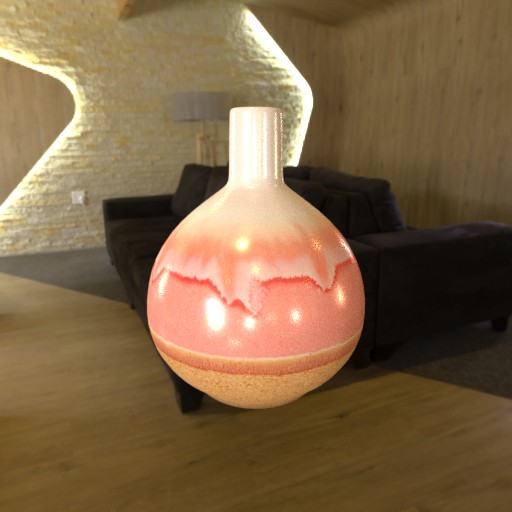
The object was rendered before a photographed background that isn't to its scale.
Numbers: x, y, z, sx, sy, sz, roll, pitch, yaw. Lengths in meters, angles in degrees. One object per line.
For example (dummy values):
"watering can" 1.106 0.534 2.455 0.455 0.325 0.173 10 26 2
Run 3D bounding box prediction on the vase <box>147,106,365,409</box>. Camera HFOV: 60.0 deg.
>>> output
"vase" 0.000 0.000 0.279 0.137 0.176 0.137 0 14 0
